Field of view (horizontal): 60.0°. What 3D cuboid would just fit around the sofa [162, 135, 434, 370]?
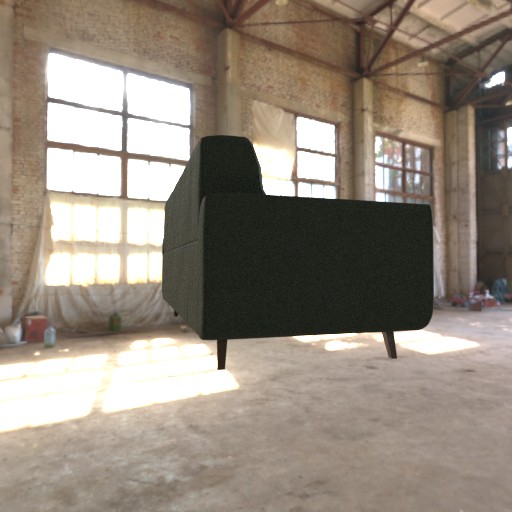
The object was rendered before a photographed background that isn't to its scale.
[{"bbox_3d":[0.000,0.000,2.491,0.909,0.841,2.029,0,-1,-16],"label":"sofa"}]
